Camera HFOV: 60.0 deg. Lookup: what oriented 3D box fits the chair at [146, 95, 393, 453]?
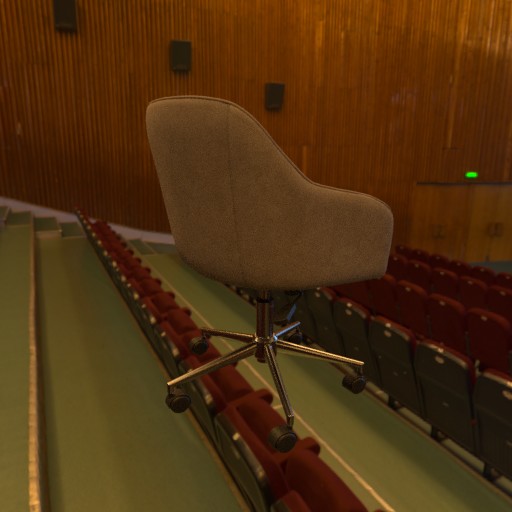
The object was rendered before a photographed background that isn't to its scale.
[{"bbox_3d":[0.000,0.000,1.281,0.573,0.831,0.635,-7,16,-26],"label":"chair"}]
